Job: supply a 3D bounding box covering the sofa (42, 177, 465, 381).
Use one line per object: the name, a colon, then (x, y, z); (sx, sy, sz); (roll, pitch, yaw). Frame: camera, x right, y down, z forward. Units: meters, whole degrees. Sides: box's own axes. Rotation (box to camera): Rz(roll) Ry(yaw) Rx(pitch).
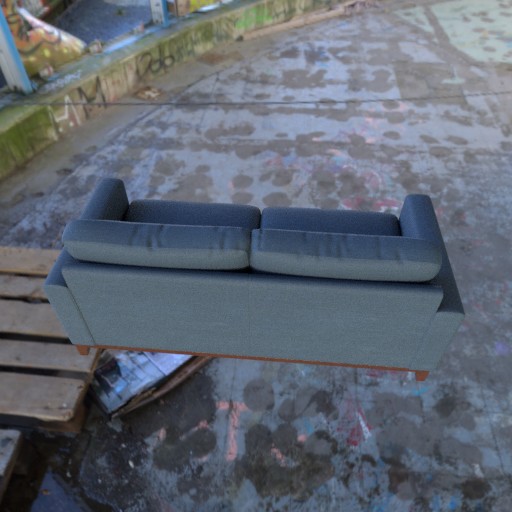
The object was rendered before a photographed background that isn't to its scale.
sofa: (0.000, 0.000, 2.382); (1.900, 0.865, 0.877); (4, 46, 3)
